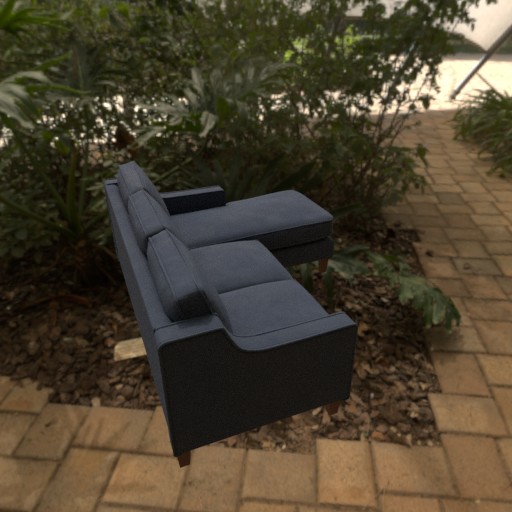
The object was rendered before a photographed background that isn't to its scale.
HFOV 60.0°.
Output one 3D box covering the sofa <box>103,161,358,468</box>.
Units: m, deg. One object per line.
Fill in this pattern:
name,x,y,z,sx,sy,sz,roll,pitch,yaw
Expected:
sofa,0.000,0.000,3.291,1.858,1.066,2.317,-11,31,-20
